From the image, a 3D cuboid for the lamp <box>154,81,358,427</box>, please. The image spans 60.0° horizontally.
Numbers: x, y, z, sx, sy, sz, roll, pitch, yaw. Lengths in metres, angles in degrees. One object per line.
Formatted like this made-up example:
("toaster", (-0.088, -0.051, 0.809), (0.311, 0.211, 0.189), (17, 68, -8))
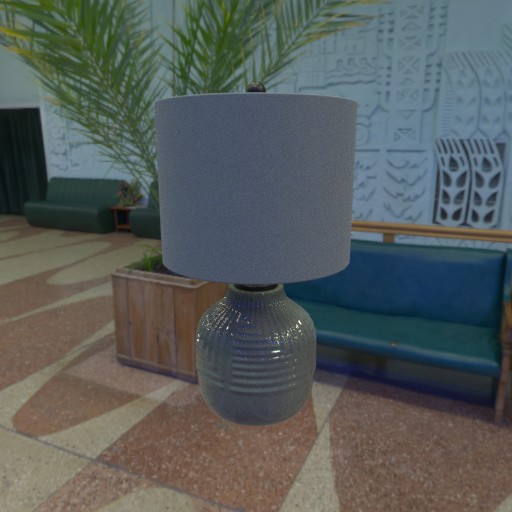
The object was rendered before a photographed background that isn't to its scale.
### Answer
("lamp", (0.000, 0.000, 0.768), (0.318, 0.567, 0.318), (0, 14, 0))
